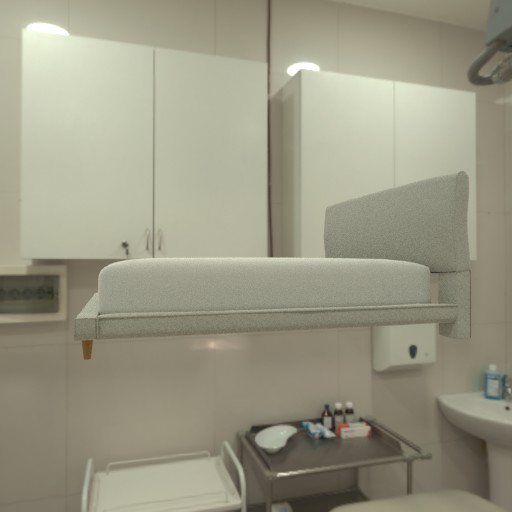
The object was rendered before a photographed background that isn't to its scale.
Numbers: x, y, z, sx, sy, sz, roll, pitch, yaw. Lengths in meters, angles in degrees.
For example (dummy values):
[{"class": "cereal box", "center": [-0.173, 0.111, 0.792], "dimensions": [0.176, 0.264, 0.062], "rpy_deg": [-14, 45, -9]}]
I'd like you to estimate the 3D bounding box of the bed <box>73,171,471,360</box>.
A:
[{"class": "bed", "center": [0.000, 0.000, 3.313], "dimensions": [2.368, 1.067, 1.840], "rpy_deg": [0, -1, -17]}]
